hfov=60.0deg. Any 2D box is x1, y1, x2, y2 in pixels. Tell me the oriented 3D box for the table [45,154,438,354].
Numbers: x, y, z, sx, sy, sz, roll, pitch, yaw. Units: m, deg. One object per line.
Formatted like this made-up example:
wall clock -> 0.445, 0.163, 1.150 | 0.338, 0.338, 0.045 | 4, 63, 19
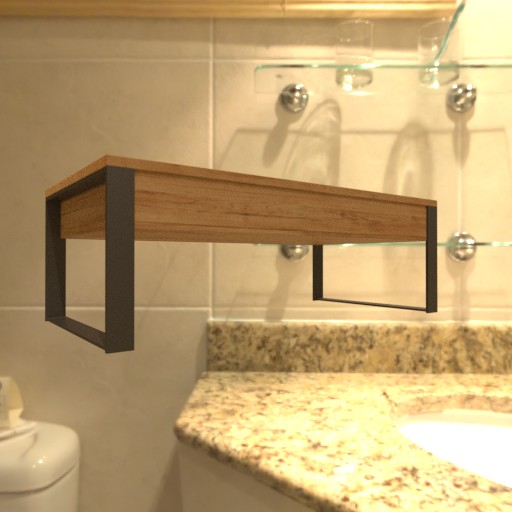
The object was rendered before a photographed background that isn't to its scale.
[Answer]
table -> 0.000, 0.000, 1.474 | 1.180, 0.400, 0.590 | 0, -1, -36
